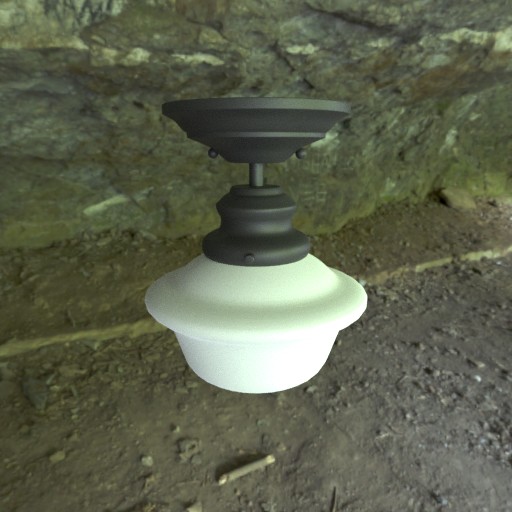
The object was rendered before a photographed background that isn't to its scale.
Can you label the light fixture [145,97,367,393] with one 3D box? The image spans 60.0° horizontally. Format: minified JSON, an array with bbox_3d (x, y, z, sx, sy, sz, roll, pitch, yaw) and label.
[{"bbox_3d":[0.000,0.000,0.395,0.197,0.254,0.197,0,14,0],"label":"light fixture"}]
